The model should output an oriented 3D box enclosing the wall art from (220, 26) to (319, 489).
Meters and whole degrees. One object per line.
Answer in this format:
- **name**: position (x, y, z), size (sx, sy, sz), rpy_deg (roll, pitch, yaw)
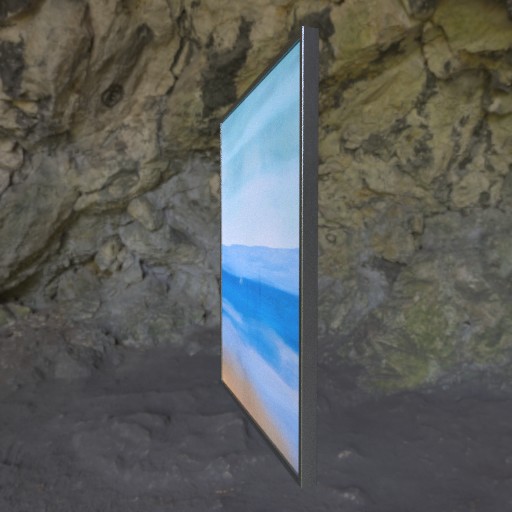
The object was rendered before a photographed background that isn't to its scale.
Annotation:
- **wall art**: position (0.000, 0.000, 1.404), size (0.041, 1.062, 0.803), rpy_deg (-1, 2, -18)
